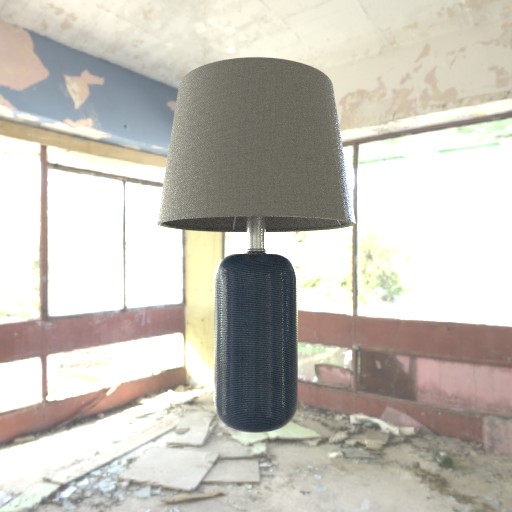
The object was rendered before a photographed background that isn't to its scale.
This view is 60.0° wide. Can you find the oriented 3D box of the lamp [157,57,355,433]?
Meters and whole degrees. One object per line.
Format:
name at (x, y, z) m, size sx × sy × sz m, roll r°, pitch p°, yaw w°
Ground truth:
lamp at (0.000, 0.000, 0.577) m, size 0.253 × 0.428 × 0.253 m, roll 0°, pitch -1°, yaw 0°
